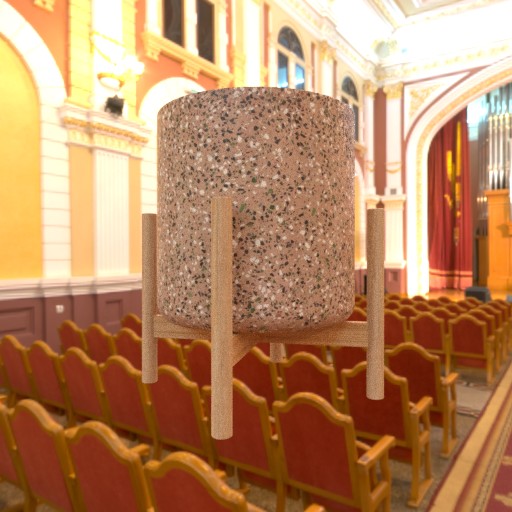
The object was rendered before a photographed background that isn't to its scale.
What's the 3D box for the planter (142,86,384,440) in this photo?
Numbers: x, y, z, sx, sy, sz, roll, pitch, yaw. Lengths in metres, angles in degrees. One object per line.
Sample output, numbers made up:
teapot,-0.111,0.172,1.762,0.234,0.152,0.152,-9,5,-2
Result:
planter,0.000,0.000,0.697,0.360,0.419,0.360,0,1,35
